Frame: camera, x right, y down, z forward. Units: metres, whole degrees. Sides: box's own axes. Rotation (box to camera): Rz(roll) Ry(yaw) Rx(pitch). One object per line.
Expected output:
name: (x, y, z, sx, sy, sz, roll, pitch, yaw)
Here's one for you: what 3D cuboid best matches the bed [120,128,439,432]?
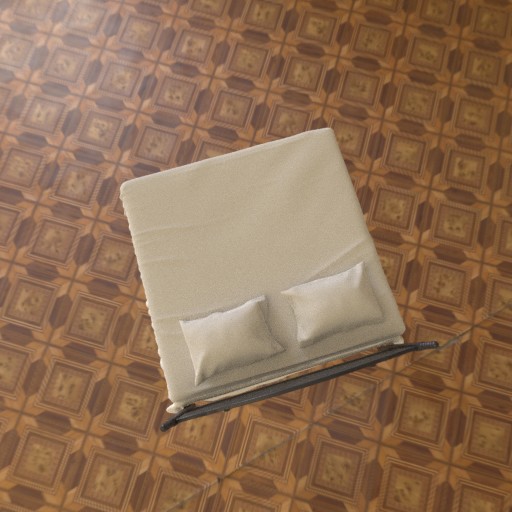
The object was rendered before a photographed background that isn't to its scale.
bed: (0.000, 0.000, 3.771, 2.322, 1.355, 2.219, -16, 77, -4)
